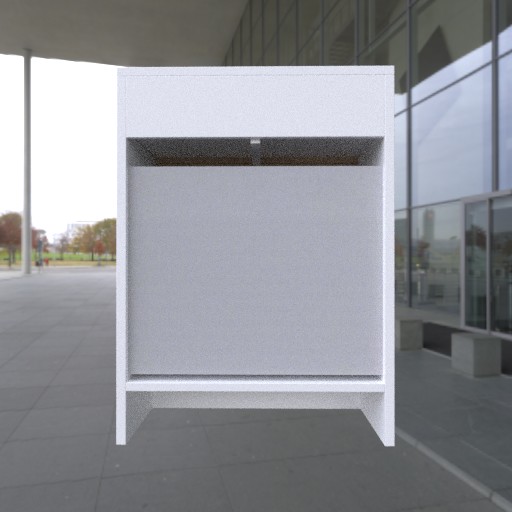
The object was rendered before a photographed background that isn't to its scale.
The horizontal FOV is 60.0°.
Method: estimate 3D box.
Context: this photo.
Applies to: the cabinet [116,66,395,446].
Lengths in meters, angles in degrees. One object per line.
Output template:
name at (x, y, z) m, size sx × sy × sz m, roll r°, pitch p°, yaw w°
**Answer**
cabinet at (0.000, 0.000, 1.100) m, size 0.600 × 0.815 × 0.296 m, roll 0°, pitch 0°, yaw 1°
